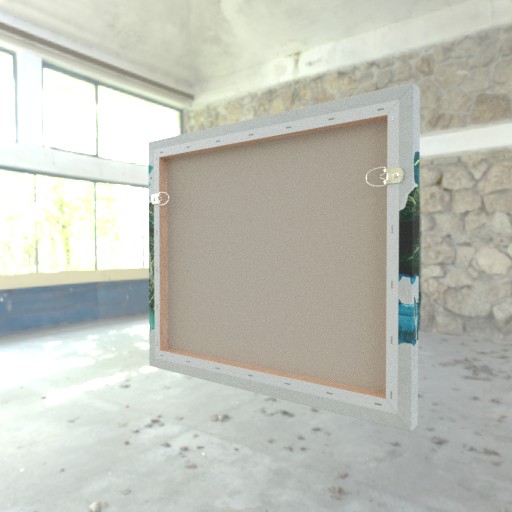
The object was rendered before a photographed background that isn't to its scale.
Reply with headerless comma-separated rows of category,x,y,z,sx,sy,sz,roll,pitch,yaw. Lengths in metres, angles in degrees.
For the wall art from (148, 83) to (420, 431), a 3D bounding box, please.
wall art,0.000,0.000,1.002,0.711,0.610,0.043,1,1,38
